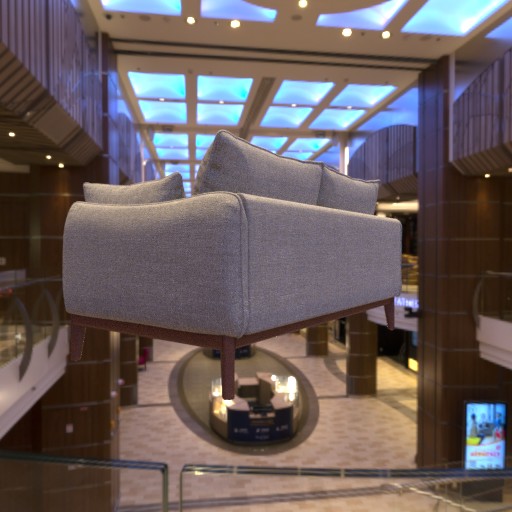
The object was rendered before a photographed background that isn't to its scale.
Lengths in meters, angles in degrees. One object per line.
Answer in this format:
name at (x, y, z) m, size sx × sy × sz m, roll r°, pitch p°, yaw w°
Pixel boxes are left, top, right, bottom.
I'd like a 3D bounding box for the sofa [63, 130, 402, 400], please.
sofa at (0.000, 0.000, 2.183) m, size 0.972 × 0.851 × 1.580 m, roll 1°, pitch 1°, yaw 36°
